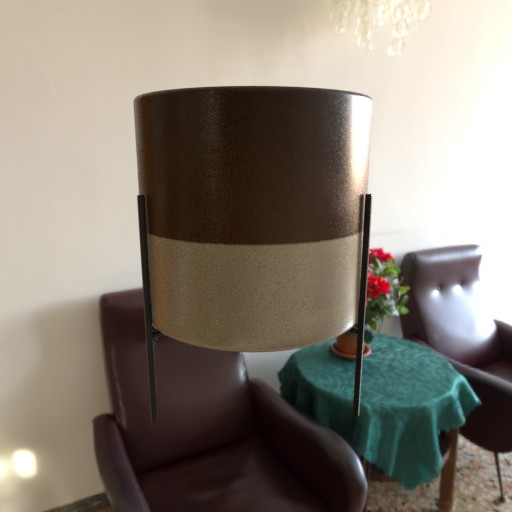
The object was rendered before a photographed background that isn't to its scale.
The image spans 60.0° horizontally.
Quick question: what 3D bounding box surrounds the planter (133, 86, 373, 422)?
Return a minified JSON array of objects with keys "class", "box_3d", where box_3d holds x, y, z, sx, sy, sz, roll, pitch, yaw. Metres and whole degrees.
[{"class":"planter","box_3d":[0.000,0.000,0.703,0.354,0.465,0.345,7,15,27]}]
